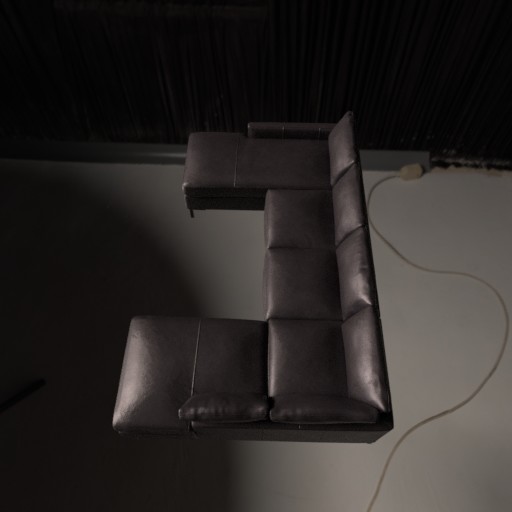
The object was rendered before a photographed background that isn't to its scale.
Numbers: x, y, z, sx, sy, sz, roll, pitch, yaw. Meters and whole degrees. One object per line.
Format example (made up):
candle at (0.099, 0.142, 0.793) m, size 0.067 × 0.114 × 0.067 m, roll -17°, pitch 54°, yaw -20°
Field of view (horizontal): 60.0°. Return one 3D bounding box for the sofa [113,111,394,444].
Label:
sofa at (0.000, 0.000, 3.874) m, size 1.939 × 0.900 × 2.956 m, roll 1°, pitch 59°, yaw 1°
